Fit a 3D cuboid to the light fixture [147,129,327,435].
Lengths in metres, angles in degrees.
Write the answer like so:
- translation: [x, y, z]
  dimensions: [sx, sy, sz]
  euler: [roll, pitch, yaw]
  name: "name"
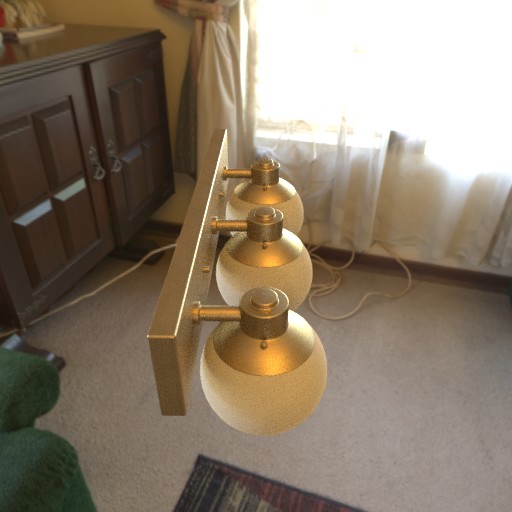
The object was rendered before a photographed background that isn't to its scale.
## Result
- translation: [0.000, 0.000, 0.841]
  dimensions: [0.218, 0.263, 0.721]
  euler: [1, 33, 1]
  name: "light fixture"
